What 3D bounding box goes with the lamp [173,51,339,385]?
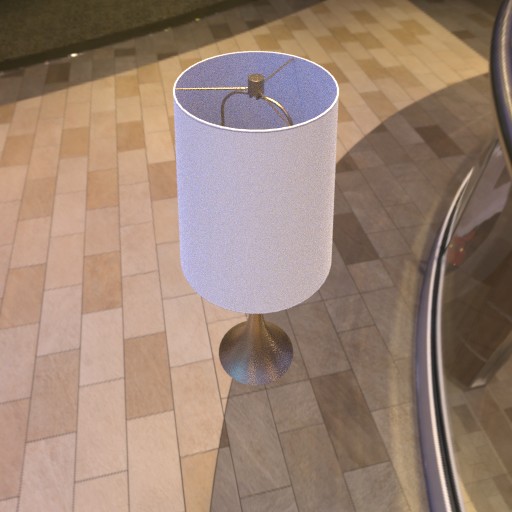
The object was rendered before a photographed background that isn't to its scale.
[{"bbox_3d":[0.000,0.000,0.687,0.231,0.569,0.231,0,47,0],"label":"lamp"}]
